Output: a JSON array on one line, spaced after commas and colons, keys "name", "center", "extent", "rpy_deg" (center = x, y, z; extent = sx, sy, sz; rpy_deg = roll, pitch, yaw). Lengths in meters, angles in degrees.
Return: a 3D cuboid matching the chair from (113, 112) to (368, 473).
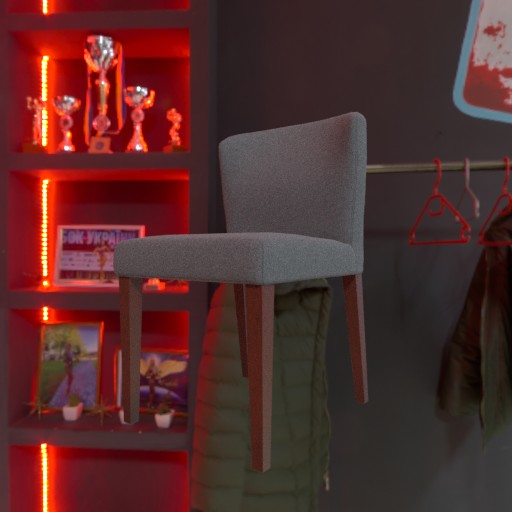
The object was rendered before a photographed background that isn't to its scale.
[{"name": "chair", "center": [0.000, 0.000, 1.204], "extent": [0.491, 0.839, 0.592], "rpy_deg": [1, 1, 37]}]
